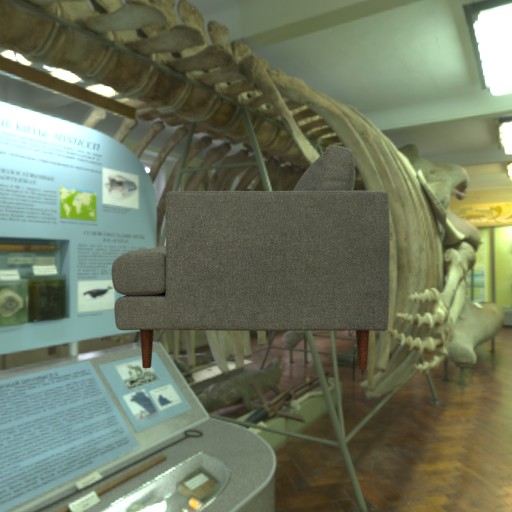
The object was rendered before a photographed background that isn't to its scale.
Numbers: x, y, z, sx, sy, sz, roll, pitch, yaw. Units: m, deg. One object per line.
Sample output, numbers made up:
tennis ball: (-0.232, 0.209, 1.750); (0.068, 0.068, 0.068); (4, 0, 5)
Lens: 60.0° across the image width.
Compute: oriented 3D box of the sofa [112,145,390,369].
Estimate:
sofa: (0.000, 0.000, 2.727); (1.020, 0.868, 2.250); (0, 0, 1)
